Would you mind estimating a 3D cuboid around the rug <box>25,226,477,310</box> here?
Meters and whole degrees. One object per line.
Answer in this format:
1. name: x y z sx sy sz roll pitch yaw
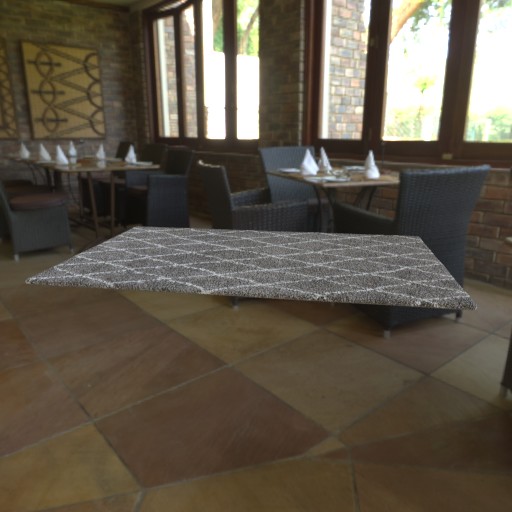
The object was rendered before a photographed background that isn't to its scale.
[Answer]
1. rug: 0.000 0.000 3.066 2.438 0.030 1.524 2 16 9
